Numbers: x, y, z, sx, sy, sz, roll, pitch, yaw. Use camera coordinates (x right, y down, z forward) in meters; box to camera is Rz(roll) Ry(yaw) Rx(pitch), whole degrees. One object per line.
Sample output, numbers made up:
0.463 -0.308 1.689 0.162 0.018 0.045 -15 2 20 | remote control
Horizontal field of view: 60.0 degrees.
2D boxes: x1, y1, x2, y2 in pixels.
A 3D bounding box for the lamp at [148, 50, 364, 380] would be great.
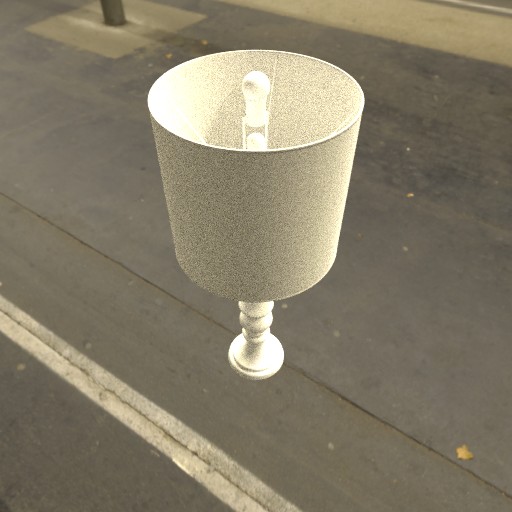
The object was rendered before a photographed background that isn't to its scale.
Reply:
0.000 0.000 0.718 0.250 0.597 0.250 9 47 9 | lamp
